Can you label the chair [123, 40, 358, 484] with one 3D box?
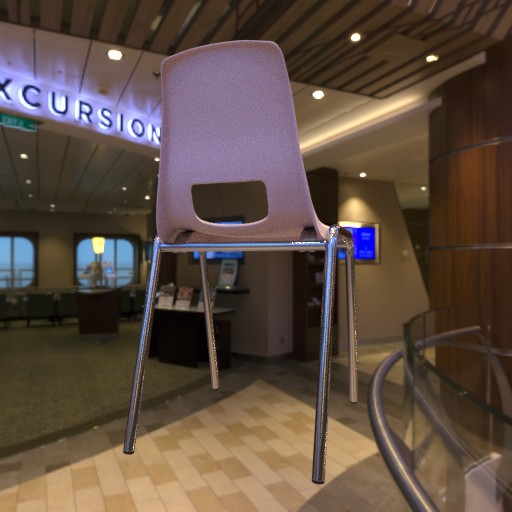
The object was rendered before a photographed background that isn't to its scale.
[{"bbox_3d":[0.000,0.000,0.931,0.381,0.704,0.436,0,-1,18],"label":"chair"}]
